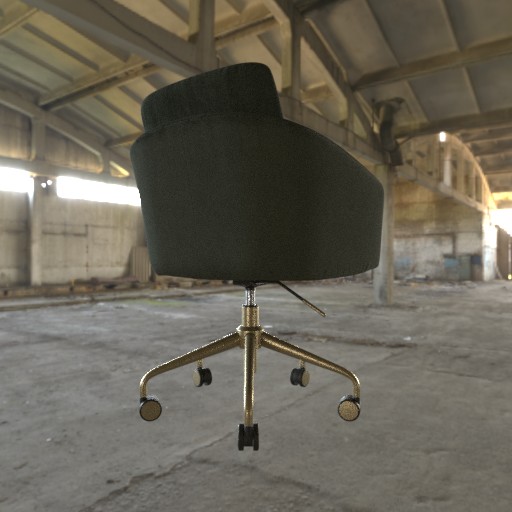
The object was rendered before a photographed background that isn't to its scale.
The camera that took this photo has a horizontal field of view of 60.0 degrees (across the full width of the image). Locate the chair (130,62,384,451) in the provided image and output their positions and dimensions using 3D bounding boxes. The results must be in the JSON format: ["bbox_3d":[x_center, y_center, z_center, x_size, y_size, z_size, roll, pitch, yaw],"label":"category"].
[{"bbox_3d":[0.000,0.000,1.351,0.641,0.908,0.635,-1,-1,36],"label":"chair"}]
